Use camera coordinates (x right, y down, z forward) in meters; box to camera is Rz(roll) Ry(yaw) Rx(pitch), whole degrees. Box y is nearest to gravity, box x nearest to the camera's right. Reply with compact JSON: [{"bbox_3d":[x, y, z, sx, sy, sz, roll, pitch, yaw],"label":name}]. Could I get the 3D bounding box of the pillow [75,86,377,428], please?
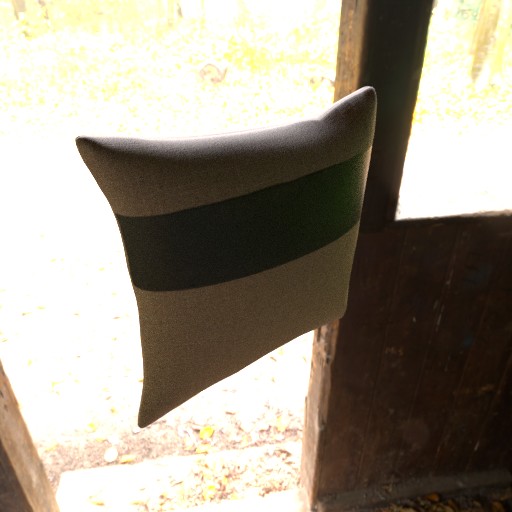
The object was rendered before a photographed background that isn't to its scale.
[{"bbox_3d":[0.000,0.000,0.609,0.414,0.399,0.173,-21,37,-32],"label":"pillow"}]
